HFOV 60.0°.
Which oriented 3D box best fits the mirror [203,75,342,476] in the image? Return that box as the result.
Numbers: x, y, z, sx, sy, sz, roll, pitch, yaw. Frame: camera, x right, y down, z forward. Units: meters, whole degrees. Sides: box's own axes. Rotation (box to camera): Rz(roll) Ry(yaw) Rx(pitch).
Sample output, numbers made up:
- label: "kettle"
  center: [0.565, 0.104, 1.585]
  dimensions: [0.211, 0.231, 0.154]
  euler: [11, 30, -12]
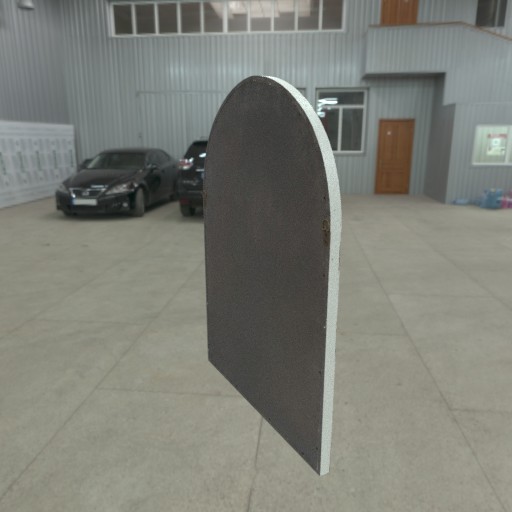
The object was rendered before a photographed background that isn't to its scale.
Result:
- label: "mirror"
  center: [0.000, 0.000, 1.214]
  dimensions: [0.032, 0.920, 0.660]
  euler: [-8, 16, -28]
